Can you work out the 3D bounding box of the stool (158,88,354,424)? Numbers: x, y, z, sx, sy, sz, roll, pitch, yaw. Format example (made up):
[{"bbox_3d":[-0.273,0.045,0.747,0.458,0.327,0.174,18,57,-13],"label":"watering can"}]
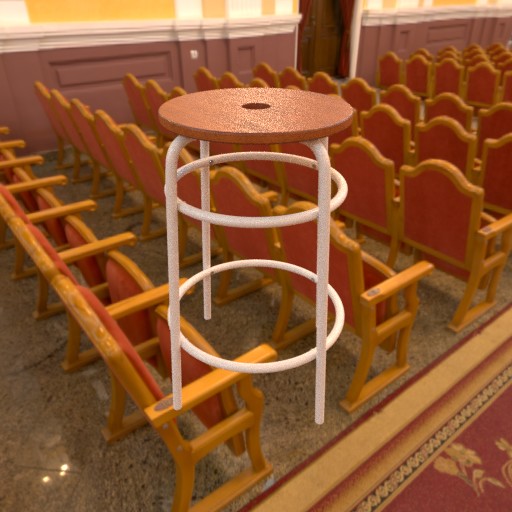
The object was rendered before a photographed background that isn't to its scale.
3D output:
[{"bbox_3d":[0.000,0.000,0.929,0.455,0.610,0.455,-22,38,-32],"label":"stool"}]
